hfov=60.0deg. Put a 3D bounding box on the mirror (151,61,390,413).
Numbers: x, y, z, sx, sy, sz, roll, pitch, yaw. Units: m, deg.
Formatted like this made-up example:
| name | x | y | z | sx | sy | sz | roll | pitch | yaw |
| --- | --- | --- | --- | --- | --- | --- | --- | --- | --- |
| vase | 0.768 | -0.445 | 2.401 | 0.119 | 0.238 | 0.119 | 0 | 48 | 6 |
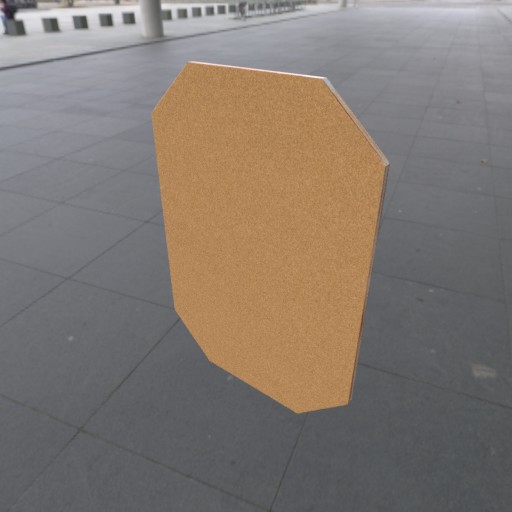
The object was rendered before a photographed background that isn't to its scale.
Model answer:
| name | x | y | z | sx | sy | sz | roll | pitch | yaw |
| --- | --- | --- | --- | --- | --- | --- | --- | --- | --- |
| mirror | 0.000 | 0.000 | 1.285 | 0.709 | 1.015 | 0.061 | 22 | 38 | 32 |
